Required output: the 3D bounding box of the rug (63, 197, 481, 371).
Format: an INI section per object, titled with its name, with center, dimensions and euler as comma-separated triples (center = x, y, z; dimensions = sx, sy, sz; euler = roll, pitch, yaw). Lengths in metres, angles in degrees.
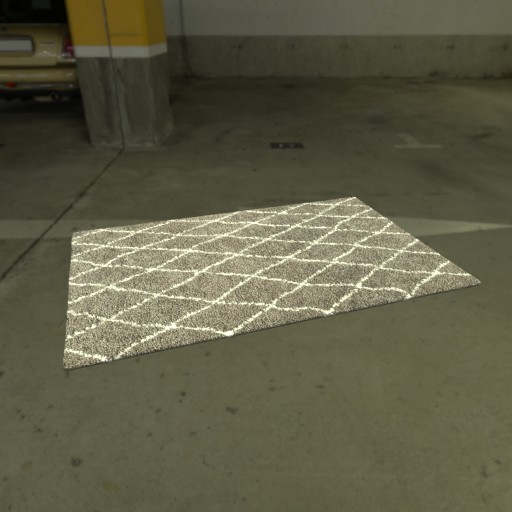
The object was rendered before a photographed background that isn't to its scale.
[rug]
center = 0.000, 0.000, 3.460
dimensions = 2.743, 0.030, 1.778
euler = -9, 30, -16
